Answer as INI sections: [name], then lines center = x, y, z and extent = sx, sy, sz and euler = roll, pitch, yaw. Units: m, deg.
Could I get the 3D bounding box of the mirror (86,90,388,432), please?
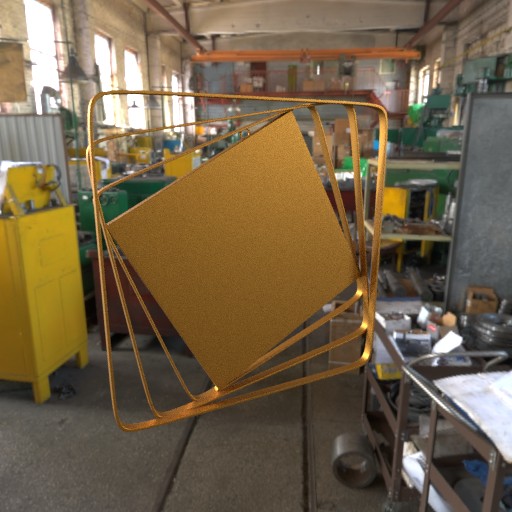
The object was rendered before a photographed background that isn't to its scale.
[mirror]
center = 0.000, 0.000, 0.688
extent = 0.470, 0.468, 0.045
euler = -7, 16, -27
